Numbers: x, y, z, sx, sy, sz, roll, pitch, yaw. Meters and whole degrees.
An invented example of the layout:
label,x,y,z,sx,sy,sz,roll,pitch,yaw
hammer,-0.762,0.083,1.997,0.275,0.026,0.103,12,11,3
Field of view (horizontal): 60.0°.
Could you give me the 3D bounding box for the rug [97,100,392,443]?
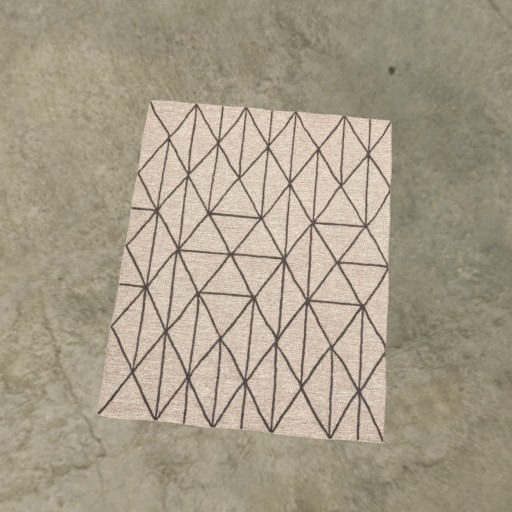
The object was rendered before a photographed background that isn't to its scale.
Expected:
label,x,y,z,sx,sy,sz,roll,pitch,yaw
rug,0.000,0.000,4.114,2.468,0.022,3.061,5,77,1
